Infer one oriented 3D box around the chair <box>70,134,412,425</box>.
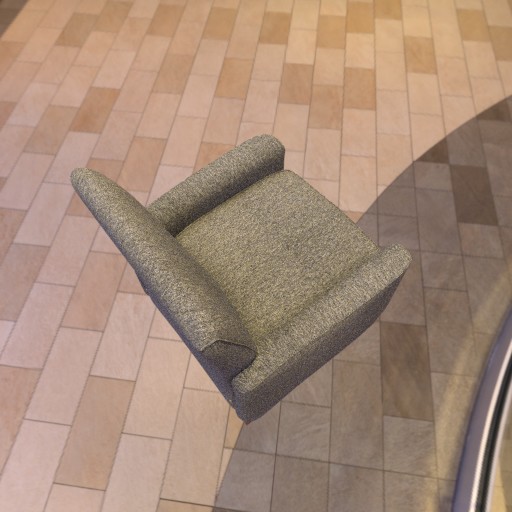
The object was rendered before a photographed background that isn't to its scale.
[{"bbox_3d":[0.000,0.000,1.659,0.864,1.014,0.848,-34,64,-19],"label":"chair"}]
